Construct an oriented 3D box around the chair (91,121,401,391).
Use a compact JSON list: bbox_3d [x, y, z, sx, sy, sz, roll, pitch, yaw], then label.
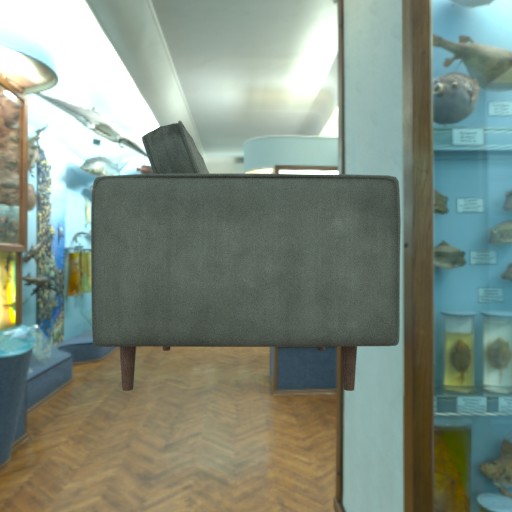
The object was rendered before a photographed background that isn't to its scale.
[{"bbox_3d":[0.000,0.000,1.559,0.843,0.773,0.928,0,0,0],"label":"chair"}]
